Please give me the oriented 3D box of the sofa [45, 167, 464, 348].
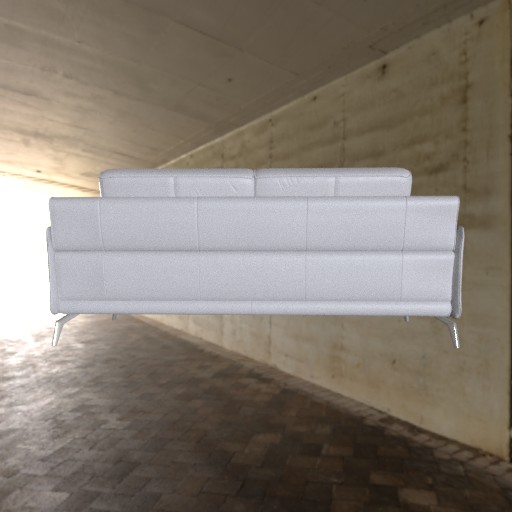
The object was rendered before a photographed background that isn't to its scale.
[{"bbox_3d":[0.000,0.000,2.604,2.101,0.930,1.049,0,0,1],"label":"sofa"}]
